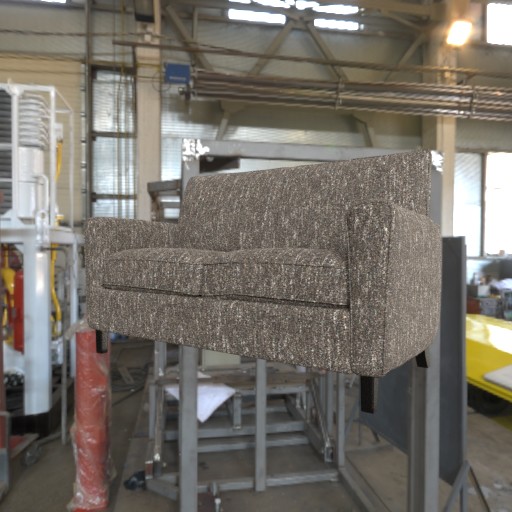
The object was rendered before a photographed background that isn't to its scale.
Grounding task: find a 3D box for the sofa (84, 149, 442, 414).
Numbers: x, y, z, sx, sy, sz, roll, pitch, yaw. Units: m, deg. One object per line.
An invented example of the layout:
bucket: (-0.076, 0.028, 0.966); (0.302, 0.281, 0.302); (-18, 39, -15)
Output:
sofa: (0.000, 0.000, 2.046); (1.519, 0.946, 0.801); (1, 1, 35)
